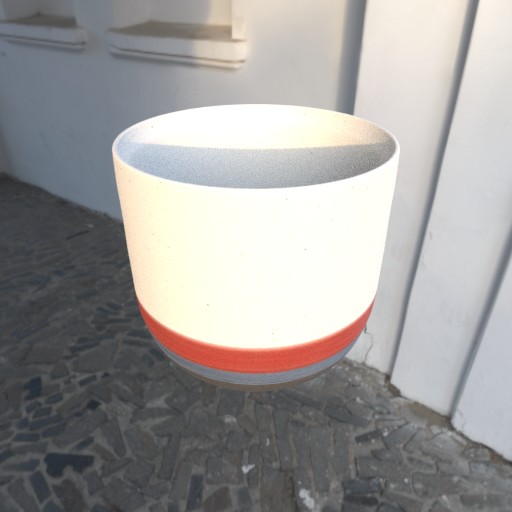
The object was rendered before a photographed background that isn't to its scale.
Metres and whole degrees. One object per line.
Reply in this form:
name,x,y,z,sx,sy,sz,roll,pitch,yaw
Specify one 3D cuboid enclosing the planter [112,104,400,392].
planter,0.000,0.000,0.494,0.268,0.270,0.268,0,31,0
